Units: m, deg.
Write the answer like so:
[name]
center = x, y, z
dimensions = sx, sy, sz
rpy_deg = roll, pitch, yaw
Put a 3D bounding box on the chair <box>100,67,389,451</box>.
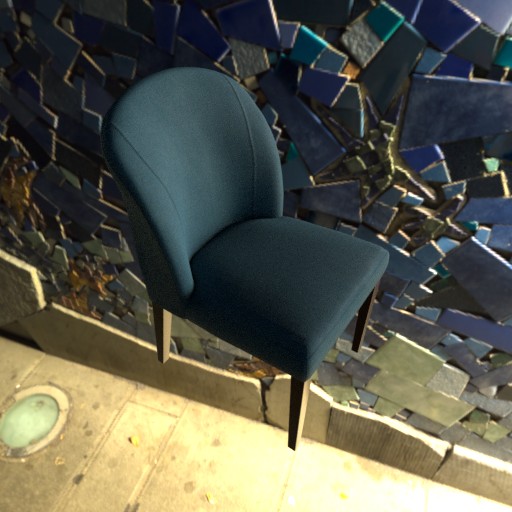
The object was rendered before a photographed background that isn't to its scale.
[chair]
center = 0.000, 0.000, 1.239
dimensions = 0.620, 0.879, 0.507
rpy_deg = 24, 46, 26
